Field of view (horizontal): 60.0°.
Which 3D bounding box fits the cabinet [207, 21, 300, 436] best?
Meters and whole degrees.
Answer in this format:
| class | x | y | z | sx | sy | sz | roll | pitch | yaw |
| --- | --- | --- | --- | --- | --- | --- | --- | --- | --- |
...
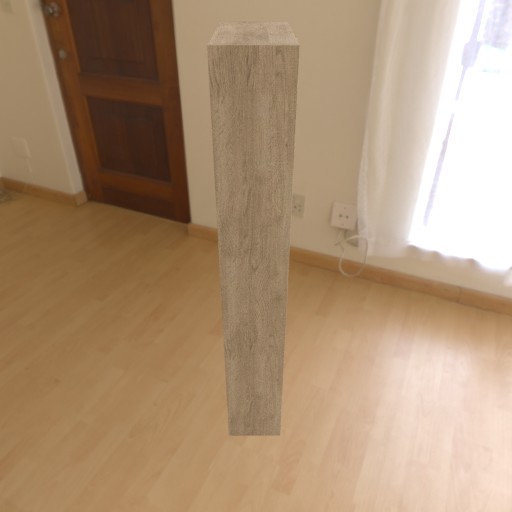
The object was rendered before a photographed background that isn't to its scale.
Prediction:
| class | x | y | z | sx | sy | sz | roll | pitch | yaw |
| --- | --- | --- | --- | --- | --- | --- | --- | --- | --- |
| cabinet | 0.000 | 0.000 | 1.791 | 0.250 | 1.630 | 0.520 | 0 | 34 | 0 |
